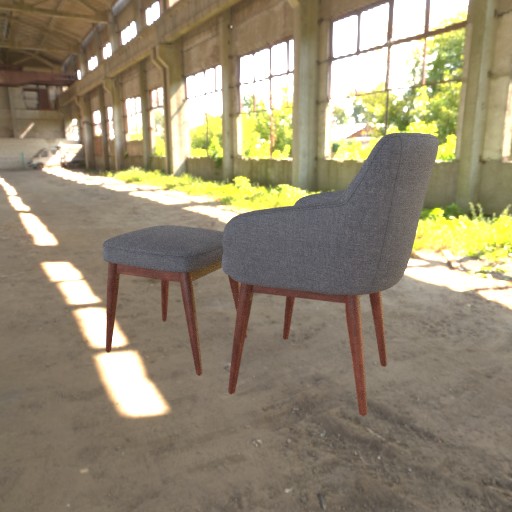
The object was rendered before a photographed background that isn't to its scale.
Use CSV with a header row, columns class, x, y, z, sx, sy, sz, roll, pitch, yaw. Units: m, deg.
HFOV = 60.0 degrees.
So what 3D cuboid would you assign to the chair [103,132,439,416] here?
class,x,y,z,sx,sy,sz,roll,pitch,yaw
chair,0.000,0.000,1.531,1.107,0.799,0.584,6,15,25
